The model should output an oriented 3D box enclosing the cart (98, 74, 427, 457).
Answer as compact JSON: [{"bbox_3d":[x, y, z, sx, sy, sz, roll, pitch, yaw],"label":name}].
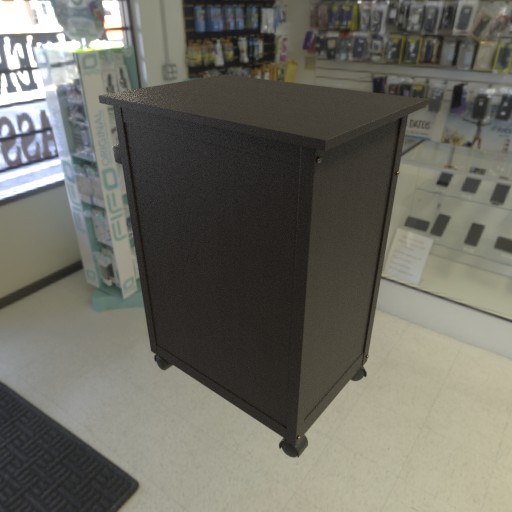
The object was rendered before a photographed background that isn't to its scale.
[{"bbox_3d":[0.000,0.000,1.278,0.660,0.879,0.456,22,36,33],"label":"cart"}]
